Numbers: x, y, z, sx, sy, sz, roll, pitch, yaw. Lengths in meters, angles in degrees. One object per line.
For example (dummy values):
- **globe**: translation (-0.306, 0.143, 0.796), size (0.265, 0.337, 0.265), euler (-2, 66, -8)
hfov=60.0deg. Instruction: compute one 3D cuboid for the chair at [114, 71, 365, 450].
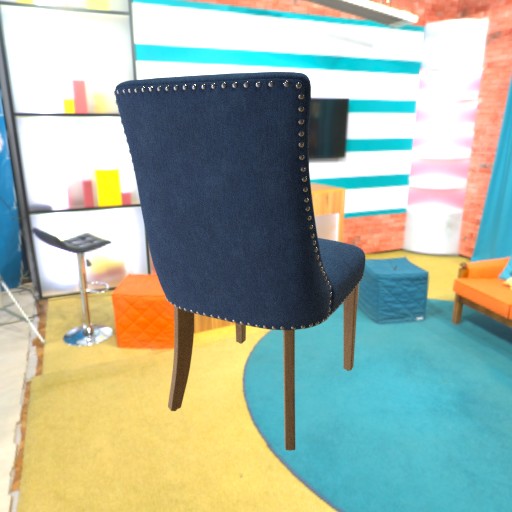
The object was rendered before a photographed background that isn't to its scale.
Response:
- **chair**: translation (0.000, 0.000, 1.252), size (0.495, 0.902, 0.610), euler (8, 18, 27)
